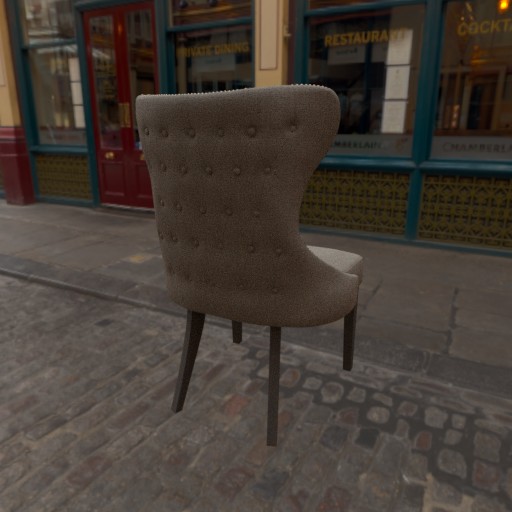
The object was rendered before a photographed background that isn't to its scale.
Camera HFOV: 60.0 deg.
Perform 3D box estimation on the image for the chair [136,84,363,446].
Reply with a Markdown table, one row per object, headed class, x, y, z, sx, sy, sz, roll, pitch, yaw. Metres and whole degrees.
| class | x | y | z | sx | sy | sz | roll | pitch | yaw |
| --- | --- | --- | --- | --- | --- | --- | --- | --- | --- |
| chair | 0.000 | 0.000 | 1.414 | 0.628 | 0.967 | 0.635 | 8 | 17 | 27 |
